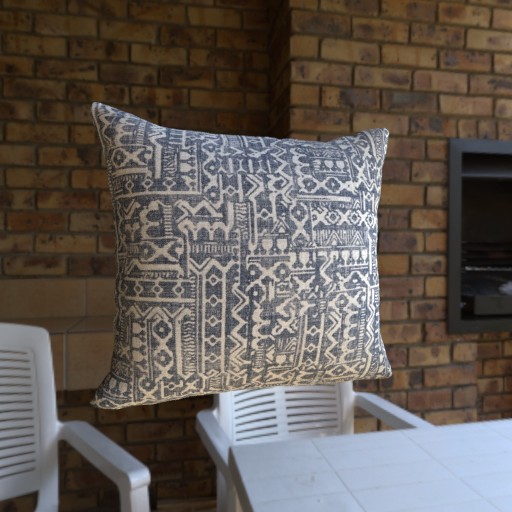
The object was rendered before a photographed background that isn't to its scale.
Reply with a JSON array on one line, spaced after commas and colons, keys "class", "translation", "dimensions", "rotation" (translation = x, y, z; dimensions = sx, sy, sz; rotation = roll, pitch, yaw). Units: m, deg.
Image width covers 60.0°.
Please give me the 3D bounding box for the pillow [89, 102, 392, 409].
[{"class": "pillow", "translation": [0.000, 0.000, 0.775], "dimensions": [0.546, 0.487, 0.180], "rotation": [0, 1, -17]}]
